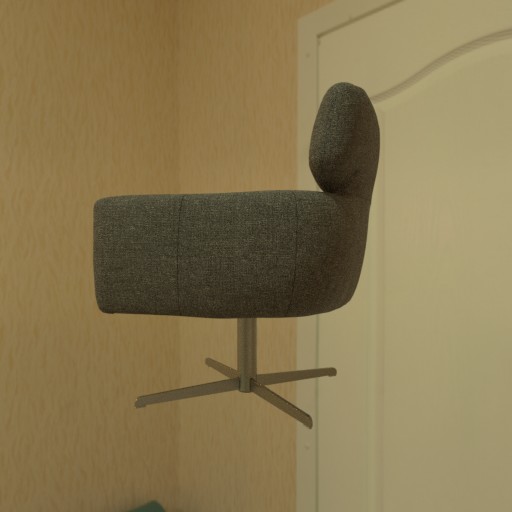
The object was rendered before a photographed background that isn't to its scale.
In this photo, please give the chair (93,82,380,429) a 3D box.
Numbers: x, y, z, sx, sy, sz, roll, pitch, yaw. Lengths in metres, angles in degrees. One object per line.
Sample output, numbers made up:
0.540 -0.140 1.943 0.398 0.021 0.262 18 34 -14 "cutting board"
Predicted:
0.000 0.000 1.330 0.715 0.812 0.706 0 1 17 "chair"
